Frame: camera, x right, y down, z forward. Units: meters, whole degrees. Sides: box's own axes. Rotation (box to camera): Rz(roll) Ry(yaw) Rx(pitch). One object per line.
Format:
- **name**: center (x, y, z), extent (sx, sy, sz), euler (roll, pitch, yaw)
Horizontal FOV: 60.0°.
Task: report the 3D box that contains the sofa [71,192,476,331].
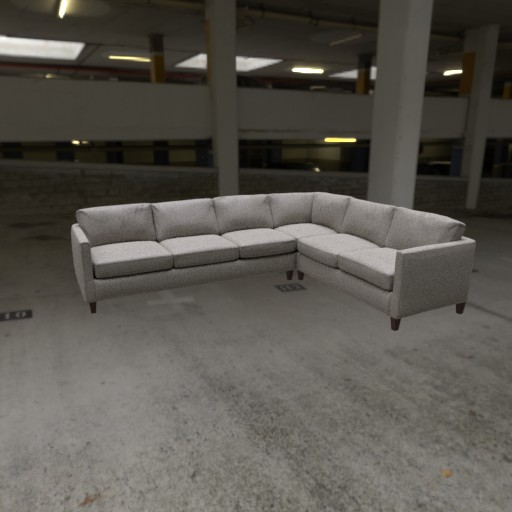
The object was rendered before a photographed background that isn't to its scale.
- **sofa**: center (0.000, 0.000, 4.512), extent (3.302, 0.947, 2.593), euler (-8, 17, -26)
